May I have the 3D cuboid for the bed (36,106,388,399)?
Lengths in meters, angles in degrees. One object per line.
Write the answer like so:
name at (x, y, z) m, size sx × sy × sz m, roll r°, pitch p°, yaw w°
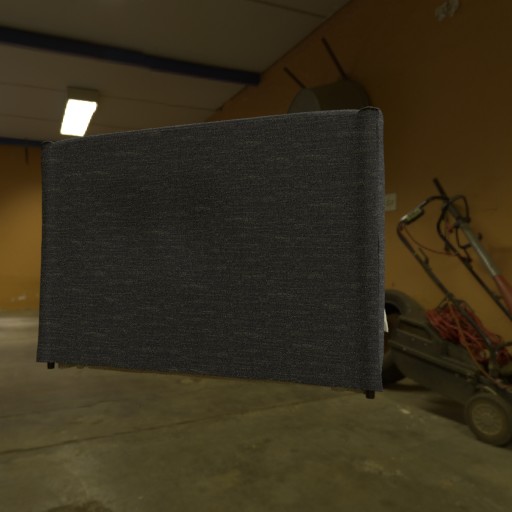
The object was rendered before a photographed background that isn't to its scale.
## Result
bed at (0.000, 0.000, 3.323) m, size 1.925 × 1.332 × 2.276 m, roll 0°, pitch -1°, yaw 18°
